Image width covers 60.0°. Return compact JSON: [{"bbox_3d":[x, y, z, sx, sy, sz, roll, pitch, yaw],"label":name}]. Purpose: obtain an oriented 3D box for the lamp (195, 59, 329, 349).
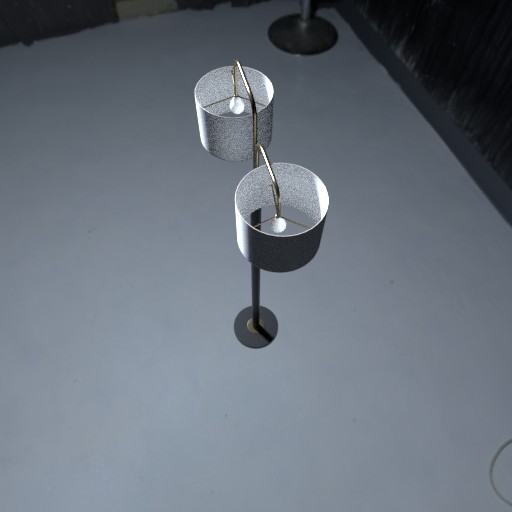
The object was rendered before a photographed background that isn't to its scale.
[{"bbox_3d":[0.000,0.000,1.873,0.254,1.587,0.711,-15,60,-9],"label":"lamp"}]
